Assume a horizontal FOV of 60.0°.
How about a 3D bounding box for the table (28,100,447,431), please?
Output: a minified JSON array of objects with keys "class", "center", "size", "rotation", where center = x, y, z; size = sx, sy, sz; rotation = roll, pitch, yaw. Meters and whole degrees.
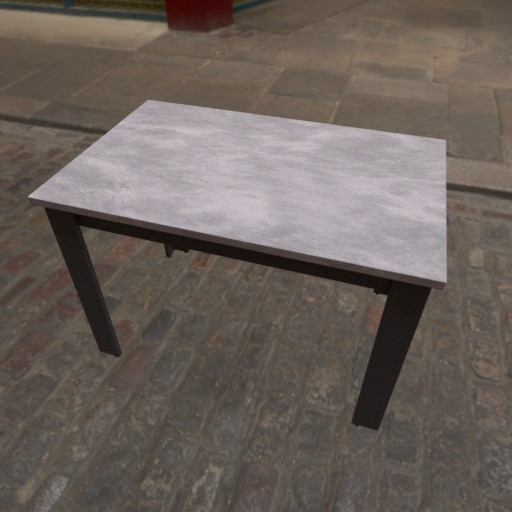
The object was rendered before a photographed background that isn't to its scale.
[{"class":"table","center":[0.000,0.000,1.588],"size":[1.100,0.734,0.700],"rotation":[12,43,13]}]
